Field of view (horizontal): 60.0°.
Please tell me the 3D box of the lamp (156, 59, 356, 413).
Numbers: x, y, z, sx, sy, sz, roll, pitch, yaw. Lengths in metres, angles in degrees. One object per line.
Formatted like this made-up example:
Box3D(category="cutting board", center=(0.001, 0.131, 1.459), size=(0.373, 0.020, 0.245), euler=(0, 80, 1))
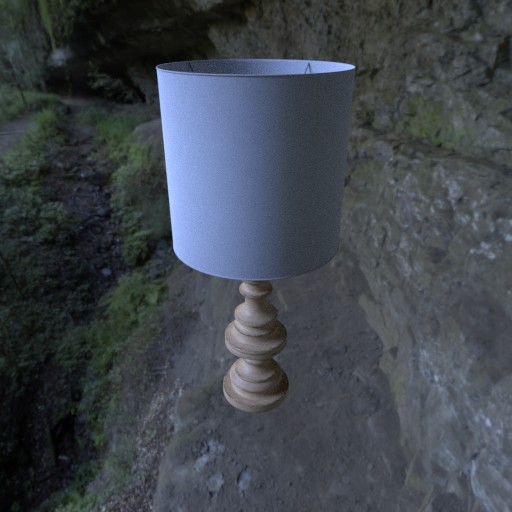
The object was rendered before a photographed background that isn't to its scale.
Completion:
Box3D(category="lamp", center=(0.000, 0.000, 0.575), size=(0.208, 0.455, 0.208), euler=(9, 29, 17))
